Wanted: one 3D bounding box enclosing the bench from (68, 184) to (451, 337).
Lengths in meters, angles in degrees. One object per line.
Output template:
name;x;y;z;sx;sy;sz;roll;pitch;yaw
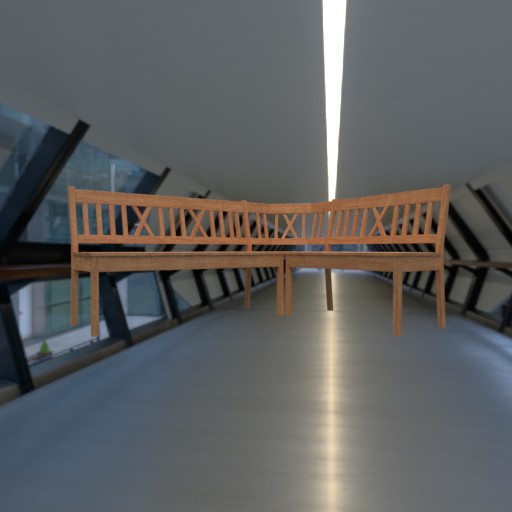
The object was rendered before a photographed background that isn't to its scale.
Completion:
bench;0.000;0.000;2.864;1.937;0.902;1.537;-1;1;-36
